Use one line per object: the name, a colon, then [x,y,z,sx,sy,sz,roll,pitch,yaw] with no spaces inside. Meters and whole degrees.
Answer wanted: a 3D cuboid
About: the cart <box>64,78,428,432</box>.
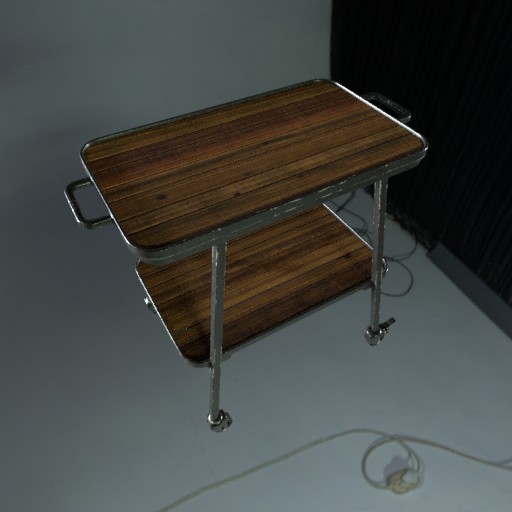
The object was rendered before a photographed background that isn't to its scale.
cart: [0.000,0.000,1.220,0.806,0.700,0.515,-23,50,-21]
